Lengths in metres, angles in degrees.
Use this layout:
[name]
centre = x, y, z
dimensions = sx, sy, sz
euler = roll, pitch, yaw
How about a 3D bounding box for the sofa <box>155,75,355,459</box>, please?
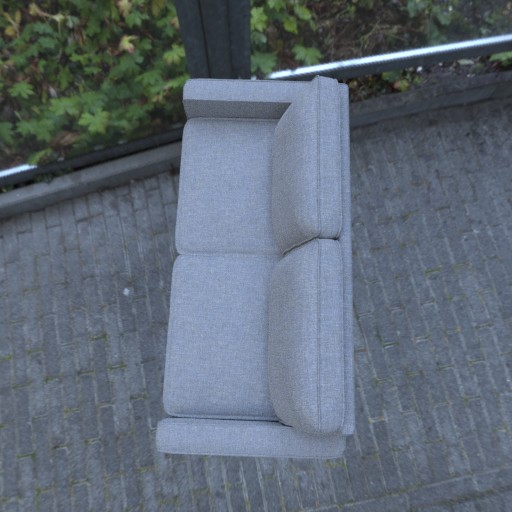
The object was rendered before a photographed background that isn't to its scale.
[sofa]
centre = 0.000, 0.000, 2.514
dimensions = 0.945, 0.918, 2.078
euler = 2, 76, 0
